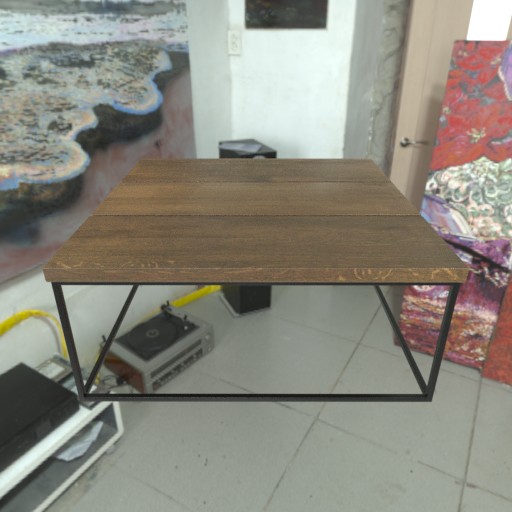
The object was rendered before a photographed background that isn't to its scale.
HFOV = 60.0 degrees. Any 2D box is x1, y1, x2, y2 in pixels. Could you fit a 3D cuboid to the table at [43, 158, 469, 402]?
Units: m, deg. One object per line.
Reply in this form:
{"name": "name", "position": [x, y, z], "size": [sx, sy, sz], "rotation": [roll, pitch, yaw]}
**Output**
{"name": "table", "position": [0.000, 0.000, 1.425], "size": [0.900, 0.400, 0.900], "rotation": [0, 27, 0]}
